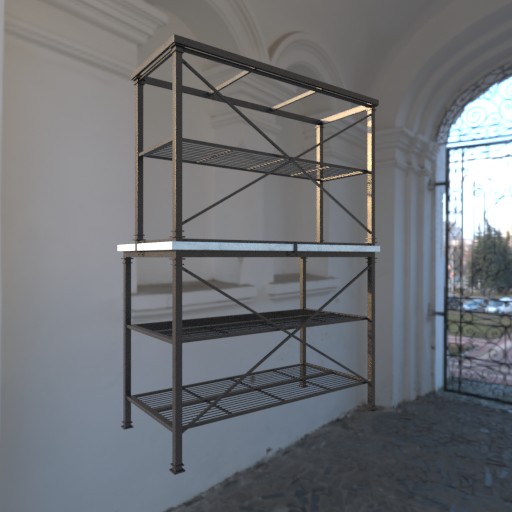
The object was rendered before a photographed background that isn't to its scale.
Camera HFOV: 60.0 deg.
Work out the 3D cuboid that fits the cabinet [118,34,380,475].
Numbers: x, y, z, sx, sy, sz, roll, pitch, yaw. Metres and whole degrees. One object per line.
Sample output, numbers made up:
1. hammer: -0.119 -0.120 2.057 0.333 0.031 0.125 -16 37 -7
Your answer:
1. cabinet: 0.000 0.000 2.244 1.210 1.659 0.610 0 0 -36
